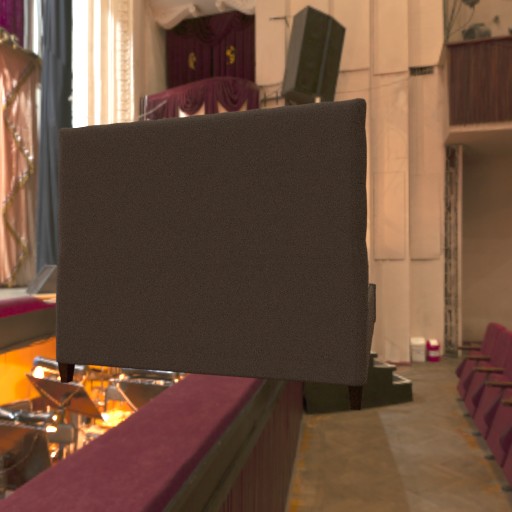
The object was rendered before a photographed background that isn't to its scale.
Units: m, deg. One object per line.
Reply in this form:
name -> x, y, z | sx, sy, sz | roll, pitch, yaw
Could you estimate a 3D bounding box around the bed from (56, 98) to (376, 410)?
bed -> 0.000, 0.000, 3.292 | 1.698, 1.427, 2.231 | 0, -1, 16
